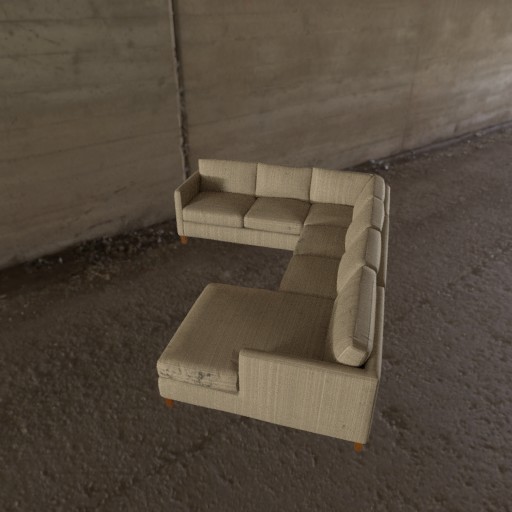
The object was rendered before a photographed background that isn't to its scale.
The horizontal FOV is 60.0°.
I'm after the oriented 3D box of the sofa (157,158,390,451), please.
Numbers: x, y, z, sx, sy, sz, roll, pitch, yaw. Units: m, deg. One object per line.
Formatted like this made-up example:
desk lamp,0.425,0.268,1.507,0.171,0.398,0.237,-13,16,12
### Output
sofa,0.000,0.000,4.601,2.594,0.961,3.460,8,32,13
